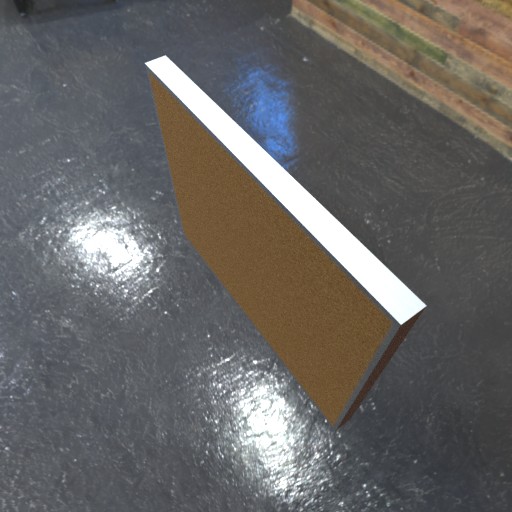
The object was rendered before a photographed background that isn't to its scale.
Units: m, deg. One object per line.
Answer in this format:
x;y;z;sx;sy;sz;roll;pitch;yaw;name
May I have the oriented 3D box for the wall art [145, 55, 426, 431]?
0.000;0.000;0.766;0.037;0.450;0.557;-30;61;-19;wall art
